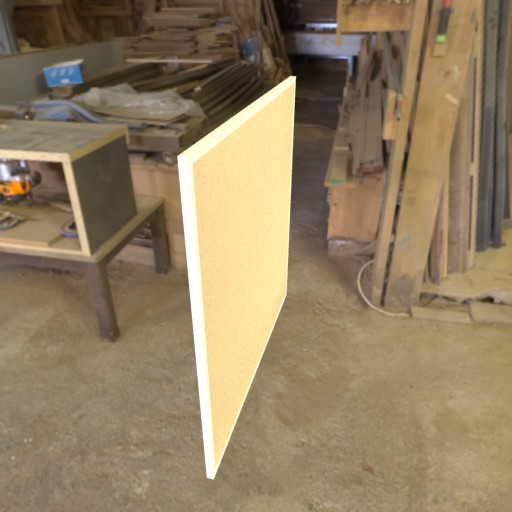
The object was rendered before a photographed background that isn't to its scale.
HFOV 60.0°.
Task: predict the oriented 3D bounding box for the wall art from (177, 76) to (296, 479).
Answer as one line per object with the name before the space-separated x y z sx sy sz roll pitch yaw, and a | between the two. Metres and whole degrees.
wall art | 0.000 0.000 0.838 0.012 0.557 0.557 8 31 14
